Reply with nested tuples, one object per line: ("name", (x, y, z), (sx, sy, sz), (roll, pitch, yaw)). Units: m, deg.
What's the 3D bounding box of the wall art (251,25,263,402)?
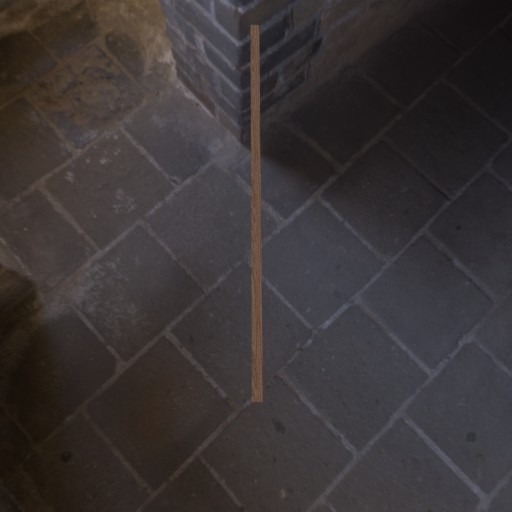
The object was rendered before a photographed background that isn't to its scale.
("wall art", (0.000, 0.000, 0.692), (0.010, 0.507, 0.404), (0, 75, 0))
